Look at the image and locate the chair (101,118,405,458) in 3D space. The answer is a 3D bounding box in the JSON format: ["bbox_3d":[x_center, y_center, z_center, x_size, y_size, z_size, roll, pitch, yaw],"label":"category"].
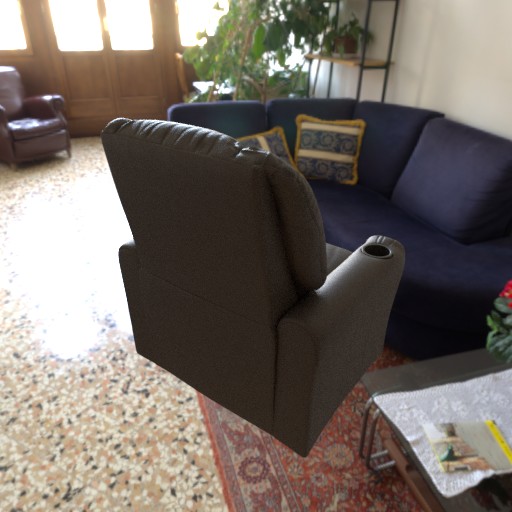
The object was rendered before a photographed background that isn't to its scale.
[{"bbox_3d":[0.000,0.000,1.103,0.610,0.709,0.521,20,35,32],"label":"chair"}]
